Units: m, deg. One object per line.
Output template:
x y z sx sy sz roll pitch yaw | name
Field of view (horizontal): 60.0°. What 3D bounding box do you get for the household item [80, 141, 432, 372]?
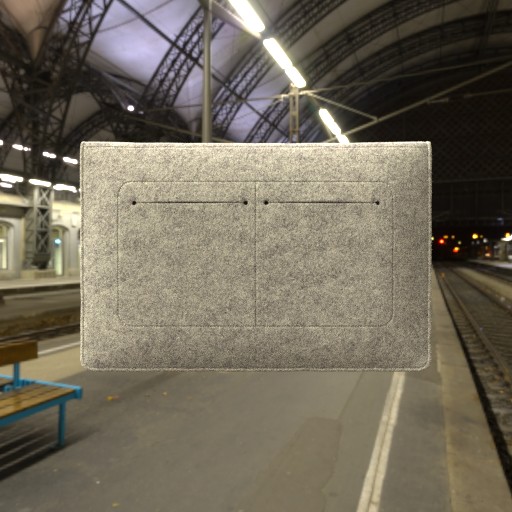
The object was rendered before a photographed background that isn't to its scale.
0.000 0.000 0.429 0.335 0.221 0.057 0 0 0 | household item
